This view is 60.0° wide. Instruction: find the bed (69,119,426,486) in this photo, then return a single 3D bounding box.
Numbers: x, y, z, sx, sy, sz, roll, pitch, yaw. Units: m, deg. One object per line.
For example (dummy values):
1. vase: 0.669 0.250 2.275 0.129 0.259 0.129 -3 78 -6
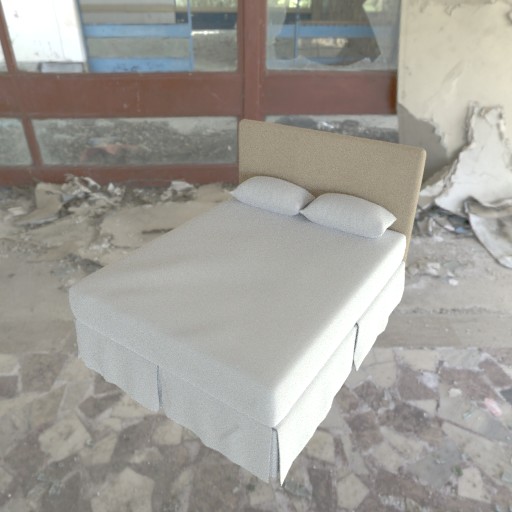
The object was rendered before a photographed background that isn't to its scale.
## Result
1. bed: 0.000 0.000 3.177 1.723 1.330 2.142 19 35 29
